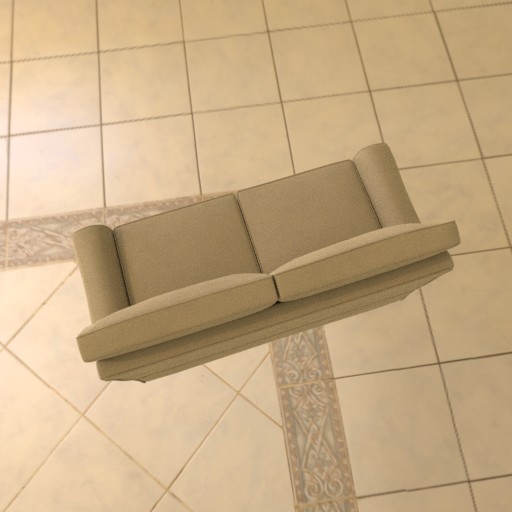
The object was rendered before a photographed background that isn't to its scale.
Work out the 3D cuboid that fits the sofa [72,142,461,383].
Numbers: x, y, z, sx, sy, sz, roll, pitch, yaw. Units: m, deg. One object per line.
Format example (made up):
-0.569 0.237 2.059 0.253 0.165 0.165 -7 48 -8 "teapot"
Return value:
0.000 0.000 2.362 1.823 1.024 0.841 -17 74 -5 "sofa"
